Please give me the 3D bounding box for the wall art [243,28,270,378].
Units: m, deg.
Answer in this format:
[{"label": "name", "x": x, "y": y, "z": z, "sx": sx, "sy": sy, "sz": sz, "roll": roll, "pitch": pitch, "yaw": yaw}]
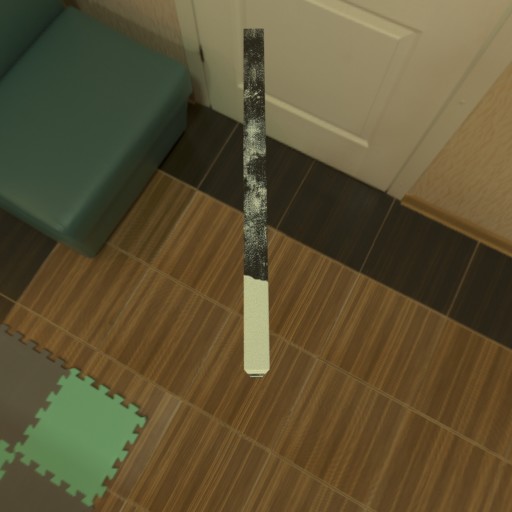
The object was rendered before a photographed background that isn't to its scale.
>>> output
[{"label": "wall art", "x": 0.000, "y": 0.000, "z": 1.172, "sx": 0.041, "sy": 0.915, "sz": 0.610, "roll": -1, "pitch": 74, "yaw": 0}]
